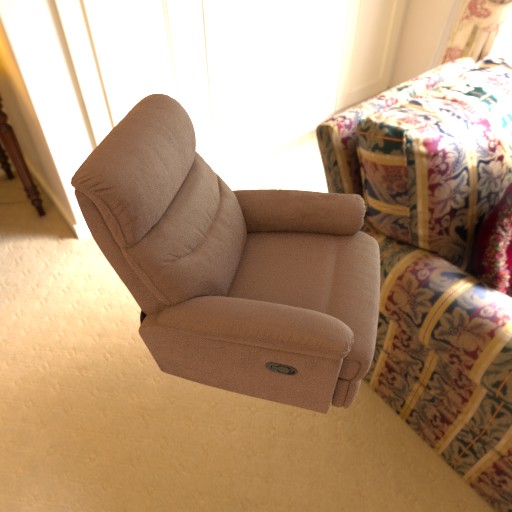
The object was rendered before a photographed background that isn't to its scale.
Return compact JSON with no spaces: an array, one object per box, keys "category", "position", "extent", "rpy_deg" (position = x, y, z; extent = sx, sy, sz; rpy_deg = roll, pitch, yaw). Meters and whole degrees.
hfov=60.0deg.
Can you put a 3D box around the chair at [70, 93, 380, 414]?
[{"category":"chair","position":[0.000,0.000,1.740],"extent":[1.004,1.037,0.820],"rpy_deg":[9,46,9]}]
